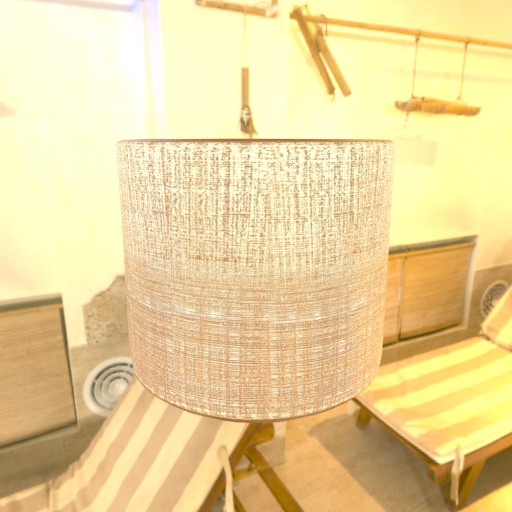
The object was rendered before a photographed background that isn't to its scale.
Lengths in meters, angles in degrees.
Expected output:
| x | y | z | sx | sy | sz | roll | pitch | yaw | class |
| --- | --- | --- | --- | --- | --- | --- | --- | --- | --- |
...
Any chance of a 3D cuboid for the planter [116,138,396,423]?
| x | y | z | sx | sy | sz | roll | pitch | yaw | class |
| --- | --- | --- | --- | --- | --- | --- | --- | --- | --- |
| 0.000 | 0.000 | 0.188 | 0.109 | 0.096 | 0.109 | 0 | 15 | 0 | planter |
